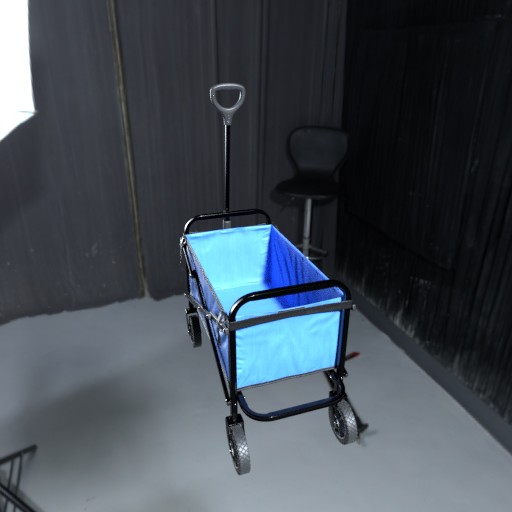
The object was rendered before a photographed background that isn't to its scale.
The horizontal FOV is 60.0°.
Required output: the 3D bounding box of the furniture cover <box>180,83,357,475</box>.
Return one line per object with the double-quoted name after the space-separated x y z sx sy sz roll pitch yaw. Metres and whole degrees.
0.000 0.000 1.834 0.532 1.295 1.038 -8 26 -17 "furniture cover"
